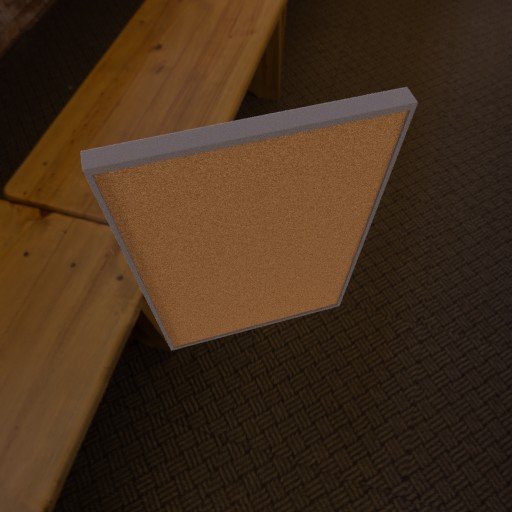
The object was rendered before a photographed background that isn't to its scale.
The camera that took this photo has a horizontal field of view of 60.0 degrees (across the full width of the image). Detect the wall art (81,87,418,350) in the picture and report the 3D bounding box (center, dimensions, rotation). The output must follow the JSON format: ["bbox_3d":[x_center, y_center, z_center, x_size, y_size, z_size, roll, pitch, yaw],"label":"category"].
[{"bbox_3d":[0.000,0.000,0.982,0.511,0.753,0.039,-14,60,-8],"label":"wall art"}]
